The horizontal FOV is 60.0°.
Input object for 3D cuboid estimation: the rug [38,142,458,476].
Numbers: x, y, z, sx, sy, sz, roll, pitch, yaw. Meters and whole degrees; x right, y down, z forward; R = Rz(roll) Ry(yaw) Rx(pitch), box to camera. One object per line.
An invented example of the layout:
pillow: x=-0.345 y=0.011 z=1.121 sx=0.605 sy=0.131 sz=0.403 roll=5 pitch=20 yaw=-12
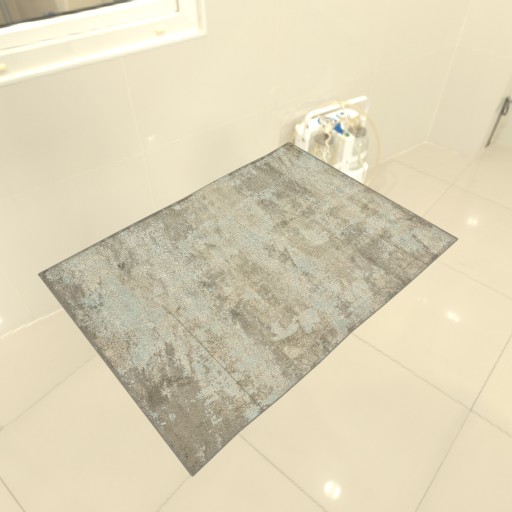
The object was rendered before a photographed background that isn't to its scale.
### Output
rug: x=0.000 y=0.000 z=4.274 sx=3.307 sy=0.013 sz=2.393 roll=-34 pitch=55 yaw=-28
